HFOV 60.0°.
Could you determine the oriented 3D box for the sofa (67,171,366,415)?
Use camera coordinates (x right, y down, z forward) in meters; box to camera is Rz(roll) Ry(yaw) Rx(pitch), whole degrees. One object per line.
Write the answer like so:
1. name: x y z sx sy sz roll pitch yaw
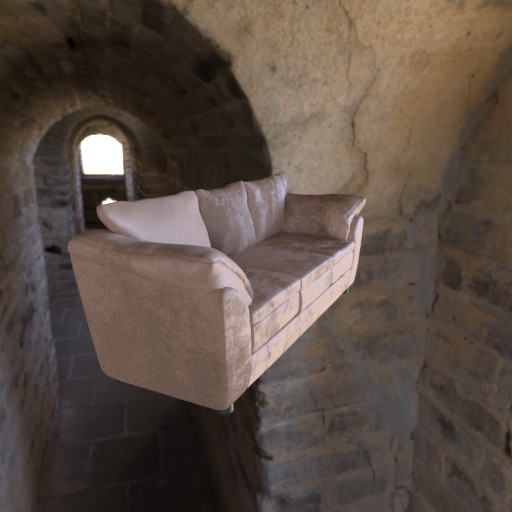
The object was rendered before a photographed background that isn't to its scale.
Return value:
1. sofa: 0.000 0.000 2.934 0.893 0.981 2.377 7 16 26
